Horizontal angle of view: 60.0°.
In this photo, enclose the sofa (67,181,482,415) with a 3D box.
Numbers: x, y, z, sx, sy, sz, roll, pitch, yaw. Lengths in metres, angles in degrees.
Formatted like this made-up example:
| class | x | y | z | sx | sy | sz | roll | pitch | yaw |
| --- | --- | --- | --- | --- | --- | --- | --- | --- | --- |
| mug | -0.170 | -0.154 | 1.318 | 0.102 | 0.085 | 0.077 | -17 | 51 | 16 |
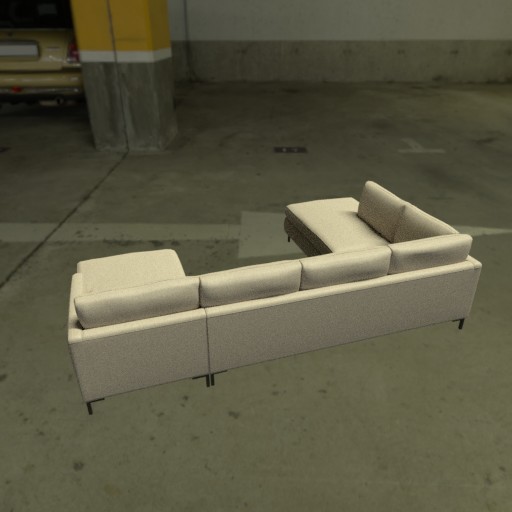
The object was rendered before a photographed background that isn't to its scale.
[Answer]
| class | x | y | z | sx | sy | sz | roll | pitch | yaw |
| --- | --- | --- | --- | --- | --- | --- | --- | --- | --- |
| sofa | 0.000 | 0.000 | 3.545 | 2.737 | 0.756 | 1.879 | -9 | 29 | -16 |
